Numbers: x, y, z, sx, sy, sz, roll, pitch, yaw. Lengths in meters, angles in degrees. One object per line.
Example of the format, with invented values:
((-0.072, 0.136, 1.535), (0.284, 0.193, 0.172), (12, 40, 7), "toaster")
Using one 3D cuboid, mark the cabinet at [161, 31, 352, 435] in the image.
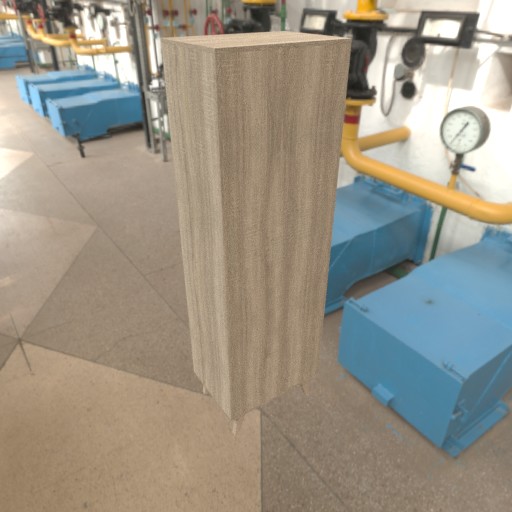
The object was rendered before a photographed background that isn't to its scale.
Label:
((0.000, 0.000, 2.090), (0.570, 1.850, 0.400), (-19, 36, -29), "cabinet")
